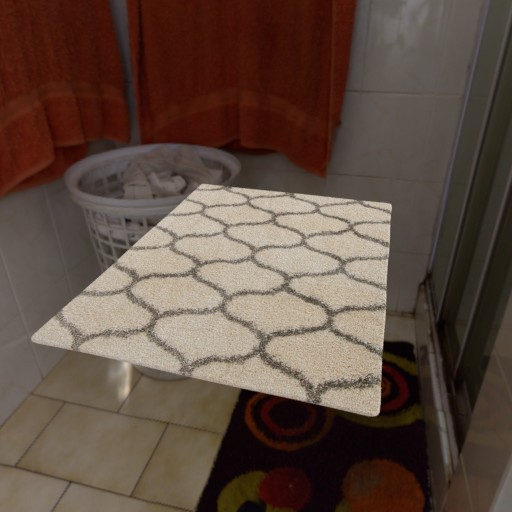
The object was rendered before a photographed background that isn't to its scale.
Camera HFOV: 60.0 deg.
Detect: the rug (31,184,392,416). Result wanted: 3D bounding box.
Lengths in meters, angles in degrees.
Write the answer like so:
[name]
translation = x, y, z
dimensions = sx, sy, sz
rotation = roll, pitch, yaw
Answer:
[rug]
translation = 0.000, 0.000, 2.083
dimensions = 1.200, 0.025, 1.600
rotation = 8, 31, 14
